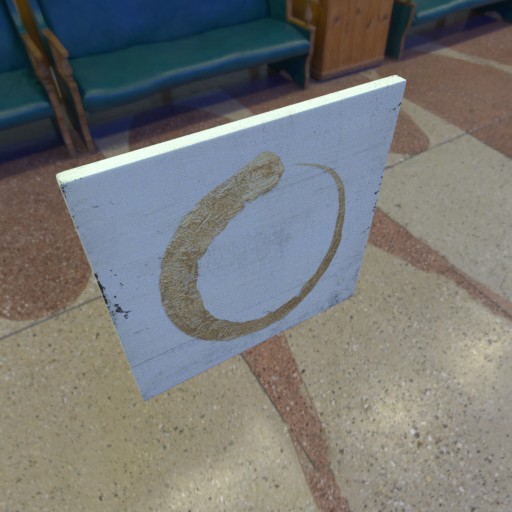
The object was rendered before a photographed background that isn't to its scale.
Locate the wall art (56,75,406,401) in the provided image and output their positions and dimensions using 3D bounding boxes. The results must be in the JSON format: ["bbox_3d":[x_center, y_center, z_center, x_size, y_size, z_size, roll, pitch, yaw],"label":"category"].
[{"bbox_3d":[0.000,0.000,1.135,0.762,0.762,0.038,-23,50,-21],"label":"wall art"}]
